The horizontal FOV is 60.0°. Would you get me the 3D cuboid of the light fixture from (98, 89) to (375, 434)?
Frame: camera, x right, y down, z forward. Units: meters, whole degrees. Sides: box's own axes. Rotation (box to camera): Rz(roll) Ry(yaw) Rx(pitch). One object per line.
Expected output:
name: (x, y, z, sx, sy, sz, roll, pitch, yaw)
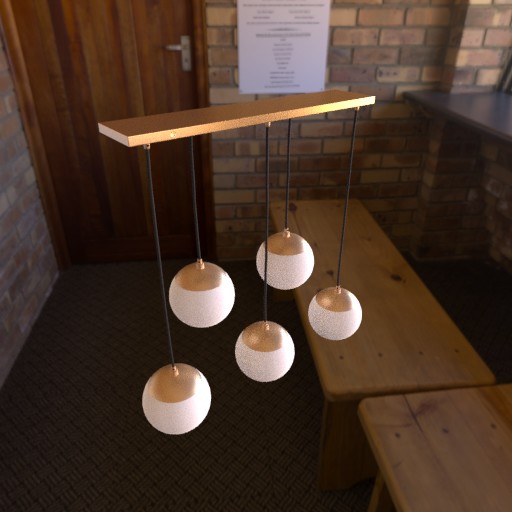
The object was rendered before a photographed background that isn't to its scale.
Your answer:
light fixture: (0.000, 0.000, 1.346, 0.863, 0.869, 0.299, -21, 35, -33)
